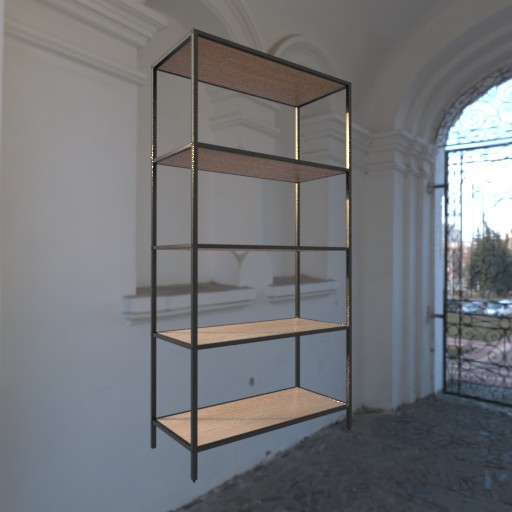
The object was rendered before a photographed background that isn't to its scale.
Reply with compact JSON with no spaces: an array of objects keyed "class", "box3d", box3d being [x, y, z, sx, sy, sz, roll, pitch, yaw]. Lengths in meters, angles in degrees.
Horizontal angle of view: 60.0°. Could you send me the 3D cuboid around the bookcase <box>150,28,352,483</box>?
[{"class":"bookcase","box3d":[0.000,0.000,1.826,0.770,1.500,0.350,0,-1,-36]}]
